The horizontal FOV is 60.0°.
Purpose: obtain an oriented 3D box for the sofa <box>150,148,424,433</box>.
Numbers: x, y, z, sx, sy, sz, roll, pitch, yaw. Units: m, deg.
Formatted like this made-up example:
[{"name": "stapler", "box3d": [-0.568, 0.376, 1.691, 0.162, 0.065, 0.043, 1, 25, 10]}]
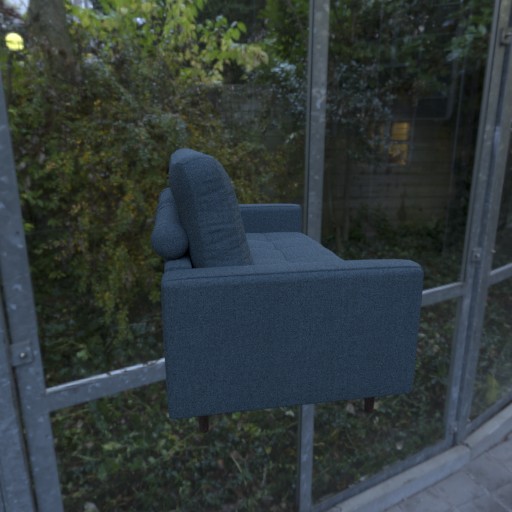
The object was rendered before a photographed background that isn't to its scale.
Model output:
[{"name": "sofa", "box3d": [0.000, 0.000, 1.951, 0.842, 0.907, 1.407, -3, 15, -10]}]
